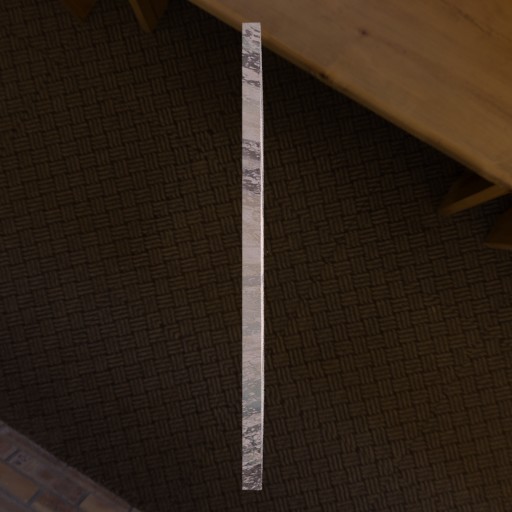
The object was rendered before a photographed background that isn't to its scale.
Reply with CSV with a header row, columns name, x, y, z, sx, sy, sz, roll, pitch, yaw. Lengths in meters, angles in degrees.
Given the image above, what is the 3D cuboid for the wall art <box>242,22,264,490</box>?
name,x,y,z,sx,sy,sz,roll,pitch,yaw
wall art,0.000,0.000,1.171,0.038,0.598,0.919,0,91,1
